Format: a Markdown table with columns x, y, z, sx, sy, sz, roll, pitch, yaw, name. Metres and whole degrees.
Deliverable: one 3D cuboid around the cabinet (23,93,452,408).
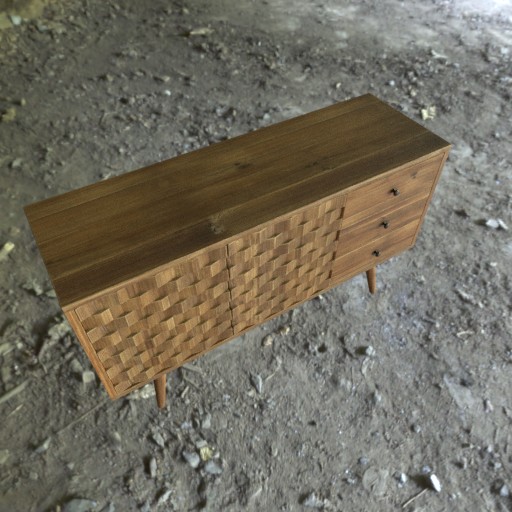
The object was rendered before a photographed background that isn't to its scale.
| x | y | z | sx | sy | sz | roll | pitch | yaw | name |
| --- | --- | --- | --- | --- | --- | --- | --- | --- | --- |
| 0.000 | 0.000 | 1.773 | 1.400 | 0.800 | 0.472 | -24 | 52 | -21 | cabinet |
